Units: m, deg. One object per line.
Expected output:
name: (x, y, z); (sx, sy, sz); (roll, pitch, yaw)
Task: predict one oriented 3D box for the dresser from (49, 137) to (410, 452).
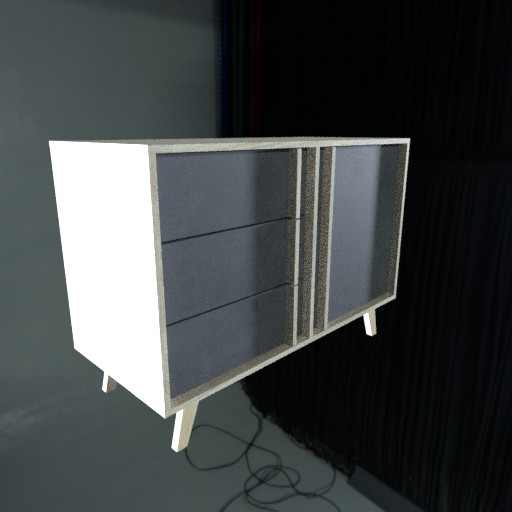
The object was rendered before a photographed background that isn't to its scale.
dresser: (0.000, 0.000, 1.533); (0.500, 0.780, 1.110); (15, 22, 43)
